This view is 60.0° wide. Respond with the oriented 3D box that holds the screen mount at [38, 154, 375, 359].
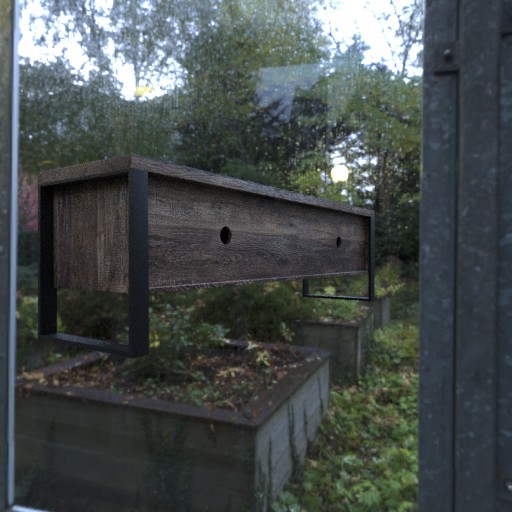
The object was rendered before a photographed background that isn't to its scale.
[{"bbox_3d":[0.000,0.000,1.713,0.395,0.450,1.524,0,0,35],"label":"screen mount"}]
